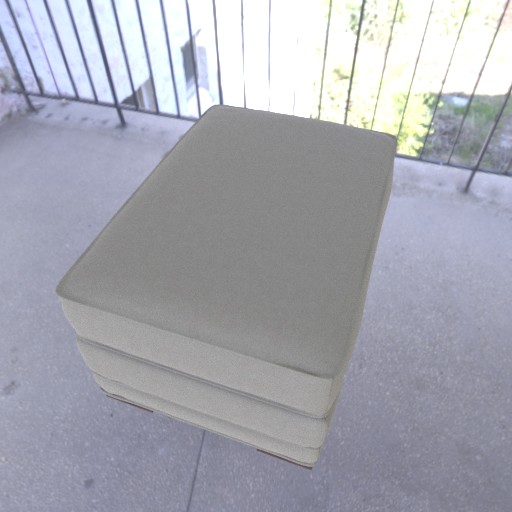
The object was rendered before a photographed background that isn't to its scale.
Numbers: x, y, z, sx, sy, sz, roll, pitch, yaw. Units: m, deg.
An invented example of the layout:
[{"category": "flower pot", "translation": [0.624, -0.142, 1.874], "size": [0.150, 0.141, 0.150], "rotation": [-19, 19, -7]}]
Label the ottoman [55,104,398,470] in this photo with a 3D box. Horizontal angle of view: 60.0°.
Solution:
[{"category": "ottoman", "translation": [0.000, 0.000, 1.210], "size": [0.611, 0.482, 0.848], "rotation": [14, 48, 13]}]
